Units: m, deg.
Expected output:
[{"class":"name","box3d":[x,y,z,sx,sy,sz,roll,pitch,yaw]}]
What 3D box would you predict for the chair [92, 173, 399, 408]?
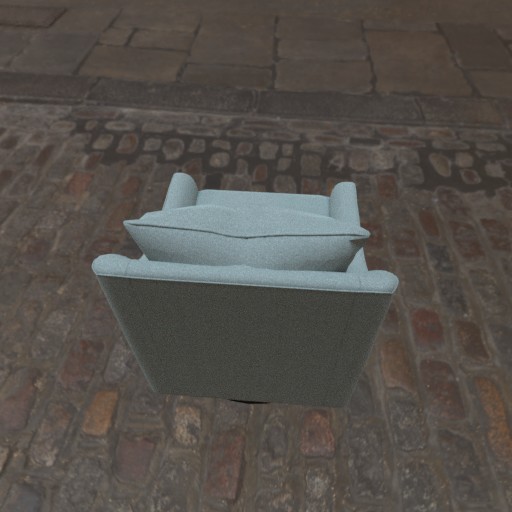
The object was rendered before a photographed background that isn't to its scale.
[{"class":"chair","box3d":[0.000,0.000,1.602,0.760,0.926,0.870,3,46,3]}]
